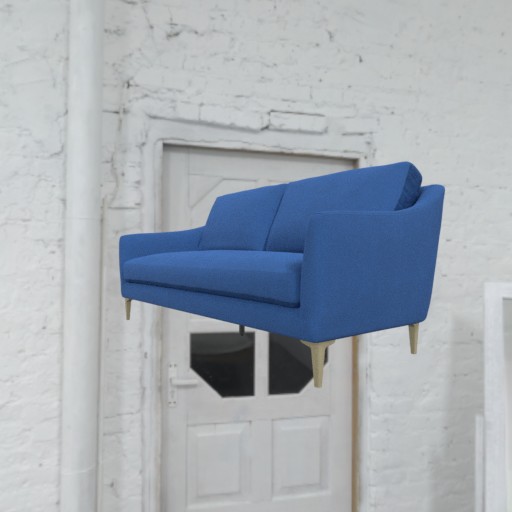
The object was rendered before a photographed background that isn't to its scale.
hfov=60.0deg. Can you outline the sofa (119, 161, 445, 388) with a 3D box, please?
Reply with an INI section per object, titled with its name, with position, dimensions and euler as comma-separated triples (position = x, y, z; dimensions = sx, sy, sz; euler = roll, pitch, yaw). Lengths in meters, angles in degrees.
[sofa]
position = 0.000, 0.000, 2.569
dimensions = 0.960, 0.903, 2.036
euler = 0, 0, -36
